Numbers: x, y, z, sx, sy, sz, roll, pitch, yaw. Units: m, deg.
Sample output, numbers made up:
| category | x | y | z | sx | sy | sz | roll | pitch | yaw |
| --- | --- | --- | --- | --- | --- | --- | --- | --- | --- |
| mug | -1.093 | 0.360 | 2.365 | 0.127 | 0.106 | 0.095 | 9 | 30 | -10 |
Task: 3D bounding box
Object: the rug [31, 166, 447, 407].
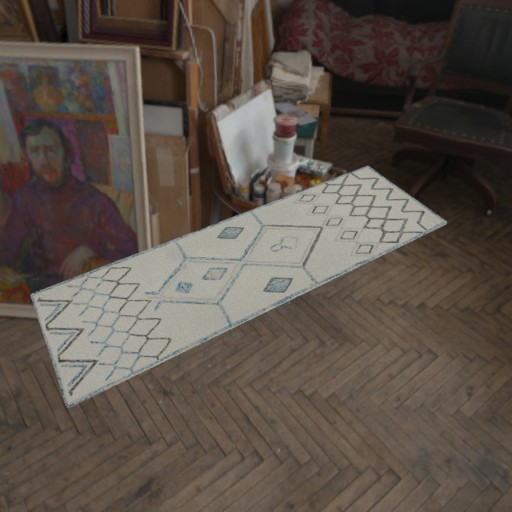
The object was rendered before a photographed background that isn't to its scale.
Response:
| category | x | y | z | sx | sy | sz | roll | pitch | yaw |
| --- | --- | --- | --- | --- | --- | --- | --- | --- | --- |
| rug | 0.000 | 0.000 | 2.651 | 2.434 | 0.013 | 0.770 | -23 | 49 | -22 |
